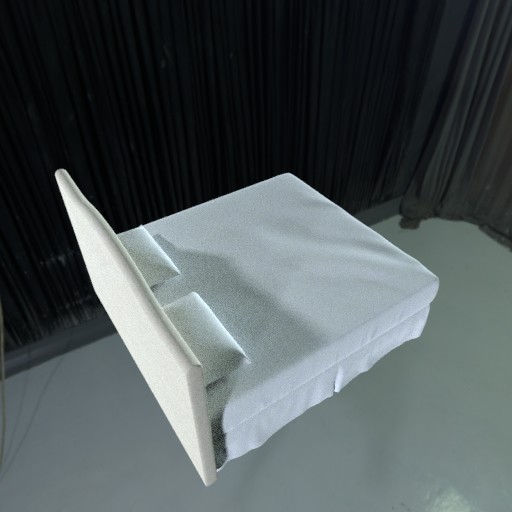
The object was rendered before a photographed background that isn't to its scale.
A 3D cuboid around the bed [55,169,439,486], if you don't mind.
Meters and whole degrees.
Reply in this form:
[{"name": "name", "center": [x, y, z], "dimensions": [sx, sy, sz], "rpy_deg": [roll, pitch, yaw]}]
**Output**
[{"name": "bed", "center": [0.000, 0.000, 3.459], "dimensions": [2.182, 1.421, 2.083], "rpy_deg": [-24, 47, -25]}]
